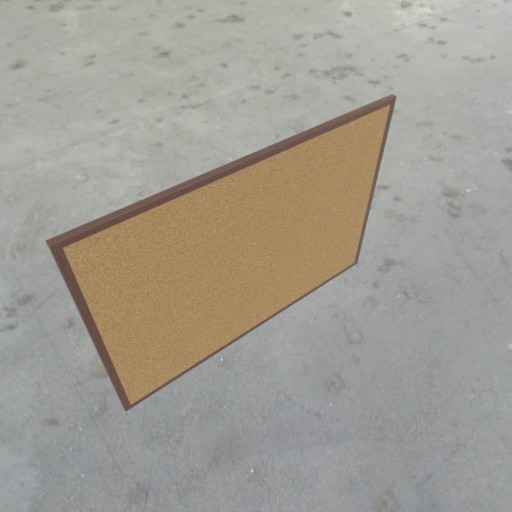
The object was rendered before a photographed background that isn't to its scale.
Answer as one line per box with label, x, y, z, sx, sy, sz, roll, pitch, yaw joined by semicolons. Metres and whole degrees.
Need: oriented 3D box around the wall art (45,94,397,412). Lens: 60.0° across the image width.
wall art;0.000;0.000;0.856;0.660;0.455;0.014;-29;52;-25
